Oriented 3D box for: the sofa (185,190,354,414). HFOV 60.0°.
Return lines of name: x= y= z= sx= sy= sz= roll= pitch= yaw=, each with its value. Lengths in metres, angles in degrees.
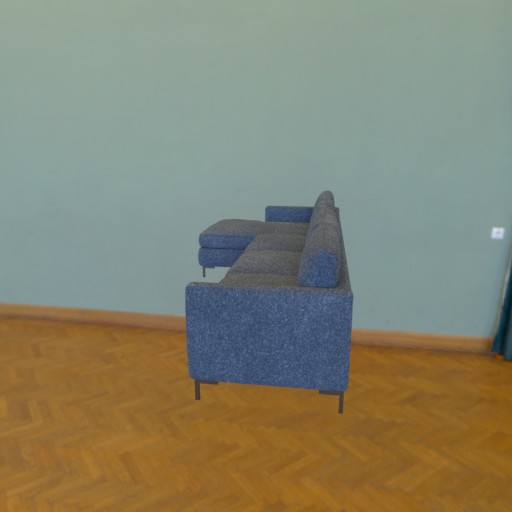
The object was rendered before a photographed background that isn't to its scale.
sofa: x=0.000 y=0.000 z=3.506 sx=1.350 sy=0.810 sz=2.932 roll=2 pitch=14 yaw=9
